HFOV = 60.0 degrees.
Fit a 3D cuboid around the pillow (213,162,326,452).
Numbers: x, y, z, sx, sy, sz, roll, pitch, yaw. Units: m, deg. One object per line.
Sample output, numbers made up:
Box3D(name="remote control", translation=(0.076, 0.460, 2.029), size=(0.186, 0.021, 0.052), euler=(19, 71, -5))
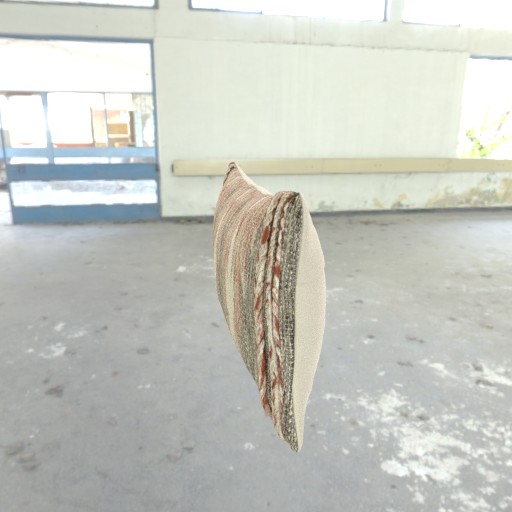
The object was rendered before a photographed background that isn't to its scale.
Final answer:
Box3D(name="pillow", translation=(0.000, 0.000, 0.741), size=(0.139, 0.282, 0.635), euler=(-2, 15, -9))
